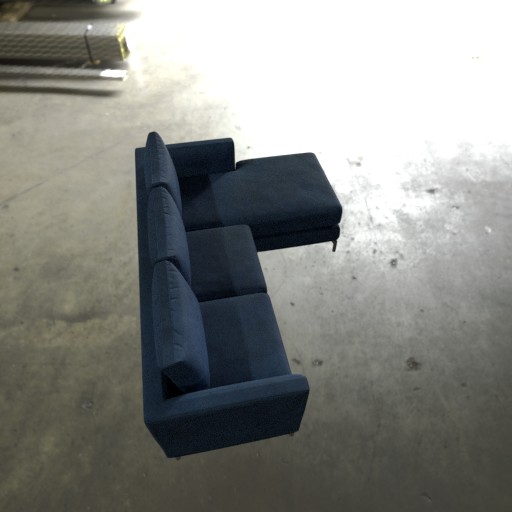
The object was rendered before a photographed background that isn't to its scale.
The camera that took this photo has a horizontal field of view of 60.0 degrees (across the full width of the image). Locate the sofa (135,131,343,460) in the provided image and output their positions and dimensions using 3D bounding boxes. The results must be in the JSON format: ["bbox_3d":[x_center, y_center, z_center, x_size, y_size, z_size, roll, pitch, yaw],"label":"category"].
[{"bbox_3d":[0.000,0.000,3.264,1.622,0.987,2.438,-9,48,-8],"label":"sofa"}]
